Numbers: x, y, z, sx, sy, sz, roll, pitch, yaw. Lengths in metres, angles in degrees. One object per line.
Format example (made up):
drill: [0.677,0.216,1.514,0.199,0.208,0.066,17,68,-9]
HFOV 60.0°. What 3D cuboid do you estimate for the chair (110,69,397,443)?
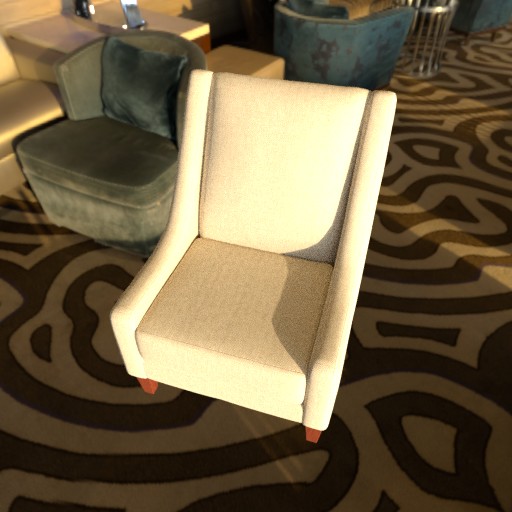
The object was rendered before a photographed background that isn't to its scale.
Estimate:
chair: [0.000,0.000,1.632,0.774,1.014,0.870,12,43,13]
